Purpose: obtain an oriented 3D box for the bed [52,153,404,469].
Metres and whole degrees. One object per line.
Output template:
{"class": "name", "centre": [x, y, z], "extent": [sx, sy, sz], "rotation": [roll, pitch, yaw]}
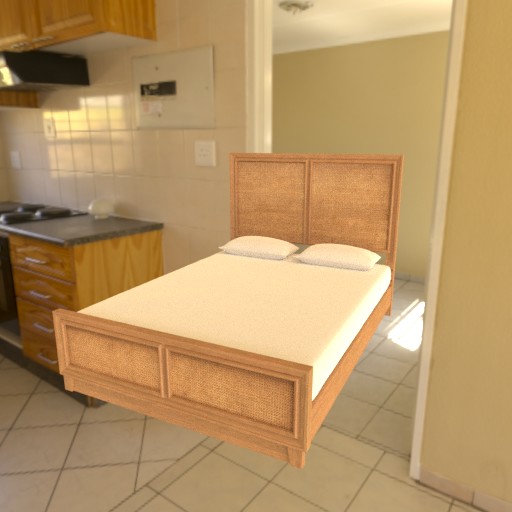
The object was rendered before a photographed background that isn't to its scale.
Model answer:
{"class": "bed", "centre": [0.000, 0.000, 3.181], "extent": [1.606, 1.387, 2.184], "rotation": [7, 16, 26]}
